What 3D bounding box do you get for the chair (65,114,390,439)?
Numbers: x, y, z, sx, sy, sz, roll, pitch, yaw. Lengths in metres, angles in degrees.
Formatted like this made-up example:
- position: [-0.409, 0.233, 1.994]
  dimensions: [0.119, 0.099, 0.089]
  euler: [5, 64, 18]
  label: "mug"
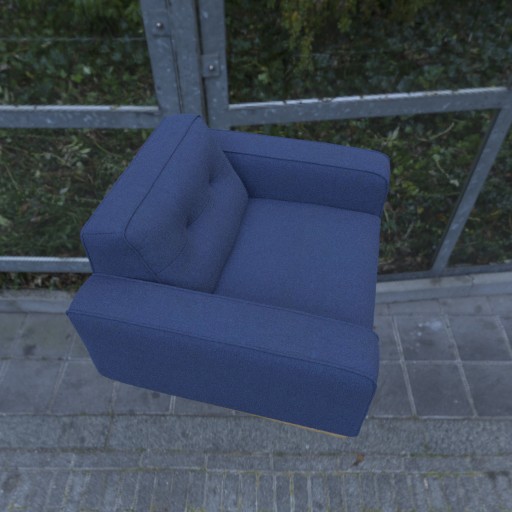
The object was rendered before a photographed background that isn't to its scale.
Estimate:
- position: [0.000, 0.000, 1.746]
  dimensions: [0.953, 0.783, 1.118]
  euler: [10, 48, 9]
  label: "chair"
